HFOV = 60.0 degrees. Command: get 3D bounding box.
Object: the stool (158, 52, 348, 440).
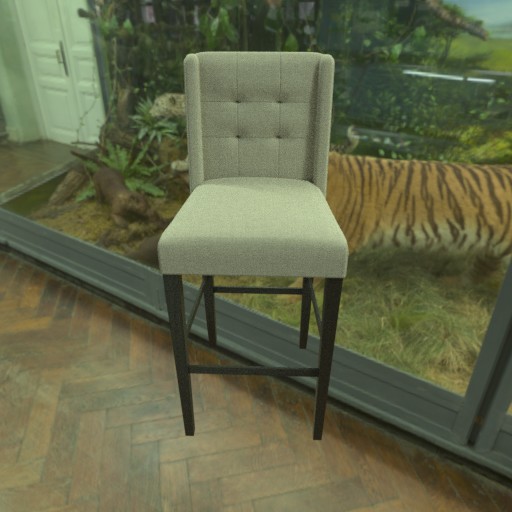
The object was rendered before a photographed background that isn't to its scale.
[{"bbox_3d":[0.000,0.000,1.384,0.474,1.116,0.509,1,31,2],"label":"stool"}]
